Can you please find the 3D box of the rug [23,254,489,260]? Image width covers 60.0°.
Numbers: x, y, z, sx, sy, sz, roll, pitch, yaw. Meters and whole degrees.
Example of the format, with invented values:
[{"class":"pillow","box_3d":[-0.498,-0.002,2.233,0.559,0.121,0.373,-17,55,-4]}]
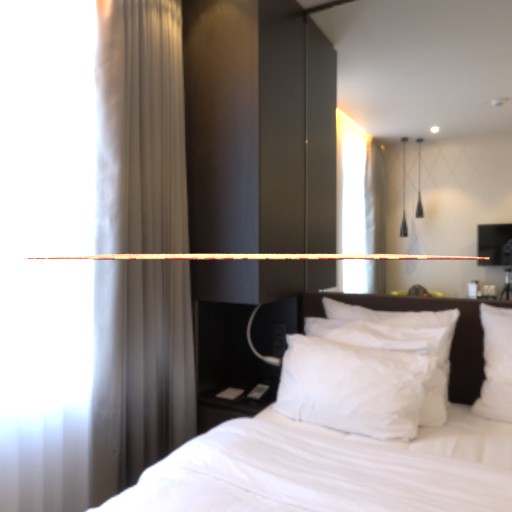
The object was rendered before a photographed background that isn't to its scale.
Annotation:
[{"class":"rug","box_3d":[0.000,0.000,4.114,3.095,0.016,2.441,0,1,0]}]
